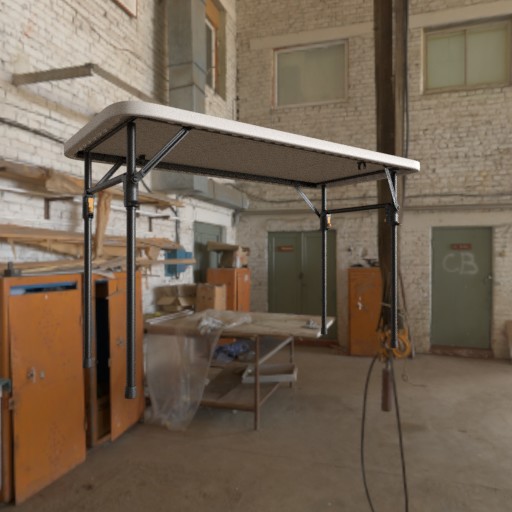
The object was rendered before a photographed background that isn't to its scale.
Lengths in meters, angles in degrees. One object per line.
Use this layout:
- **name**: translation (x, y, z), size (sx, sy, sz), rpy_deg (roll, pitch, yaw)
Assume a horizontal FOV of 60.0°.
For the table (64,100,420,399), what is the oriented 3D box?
- **table**: translation (0.000, 0.000, 1.614), size (1.219, 0.729, 0.610), rpy_deg (0, 0, -36)
